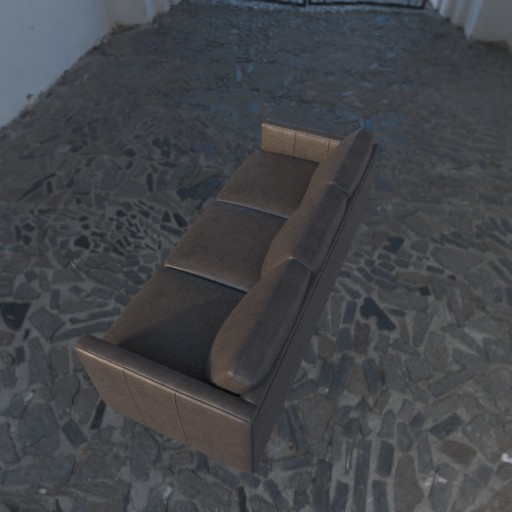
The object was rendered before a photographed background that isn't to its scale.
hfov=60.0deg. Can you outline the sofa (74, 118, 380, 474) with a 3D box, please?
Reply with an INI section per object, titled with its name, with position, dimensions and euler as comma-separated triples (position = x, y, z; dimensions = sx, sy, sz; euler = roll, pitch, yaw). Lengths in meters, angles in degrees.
[sofa]
position = 0.000, 0.000, 3.047
dimensions = 1.045, 1.006, 2.464
euler = 18, 49, 16
